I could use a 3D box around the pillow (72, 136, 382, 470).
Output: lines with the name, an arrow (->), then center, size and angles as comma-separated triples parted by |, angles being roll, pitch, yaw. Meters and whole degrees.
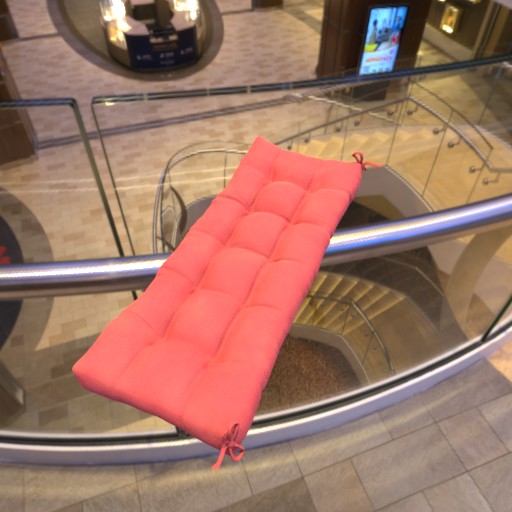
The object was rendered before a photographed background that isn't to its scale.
pillow -> 0.000, 0.000, 1.361 | 0.511, 0.174, 1.194 | 18, 50, 16
